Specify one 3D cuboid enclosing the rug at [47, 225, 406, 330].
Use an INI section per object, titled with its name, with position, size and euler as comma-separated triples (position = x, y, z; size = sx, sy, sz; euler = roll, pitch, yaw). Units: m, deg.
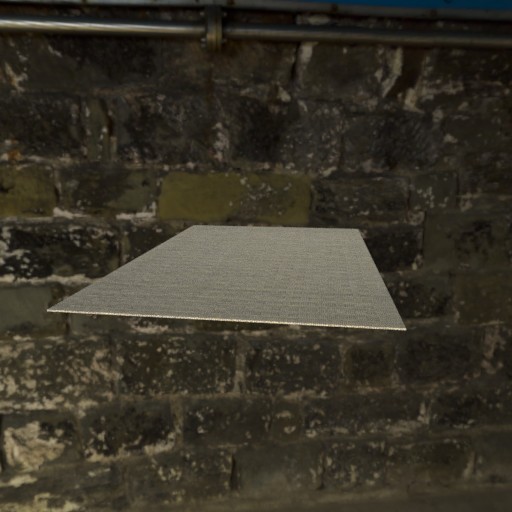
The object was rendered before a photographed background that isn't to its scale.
[rug]
position = 0.000, 0.000, 2.227
size = 1.142, 0.006, 1.752
euler = 2, 13, 8
